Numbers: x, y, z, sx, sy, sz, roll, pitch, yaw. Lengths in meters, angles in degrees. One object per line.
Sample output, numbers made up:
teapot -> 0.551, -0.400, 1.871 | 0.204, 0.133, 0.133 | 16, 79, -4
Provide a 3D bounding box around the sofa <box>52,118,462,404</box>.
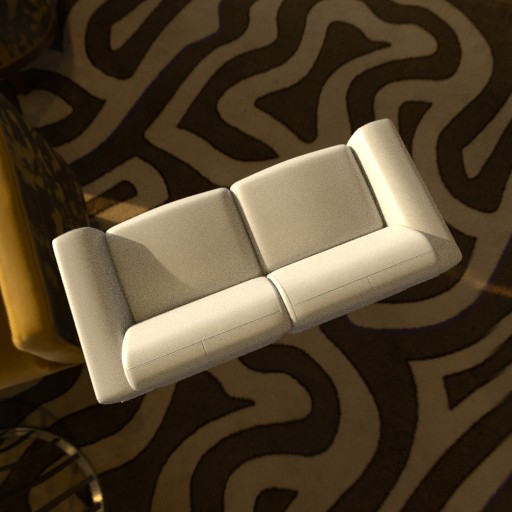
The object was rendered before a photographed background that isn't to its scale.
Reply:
sofa -> 0.000, 0.000, 2.361 | 1.901, 0.772, 0.900 | -21, 77, -5
